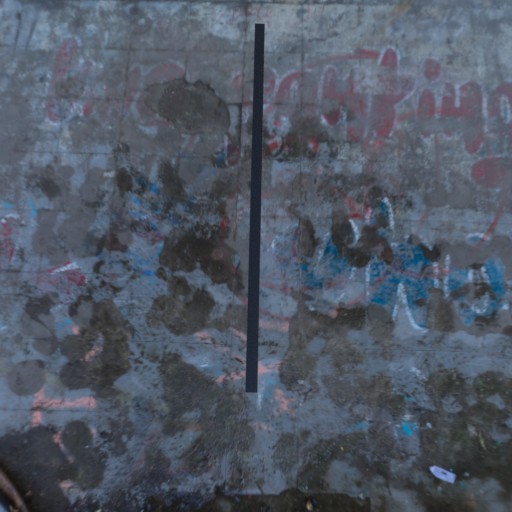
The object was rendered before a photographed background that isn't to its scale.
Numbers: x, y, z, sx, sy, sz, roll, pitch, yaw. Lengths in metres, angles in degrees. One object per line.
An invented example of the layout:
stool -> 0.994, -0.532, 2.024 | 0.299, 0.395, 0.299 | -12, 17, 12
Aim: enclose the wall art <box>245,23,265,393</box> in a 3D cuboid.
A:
wall art -> 0.000, 0.000, 0.842 | 0.013, 0.660, 0.460 | 1, 76, 0
